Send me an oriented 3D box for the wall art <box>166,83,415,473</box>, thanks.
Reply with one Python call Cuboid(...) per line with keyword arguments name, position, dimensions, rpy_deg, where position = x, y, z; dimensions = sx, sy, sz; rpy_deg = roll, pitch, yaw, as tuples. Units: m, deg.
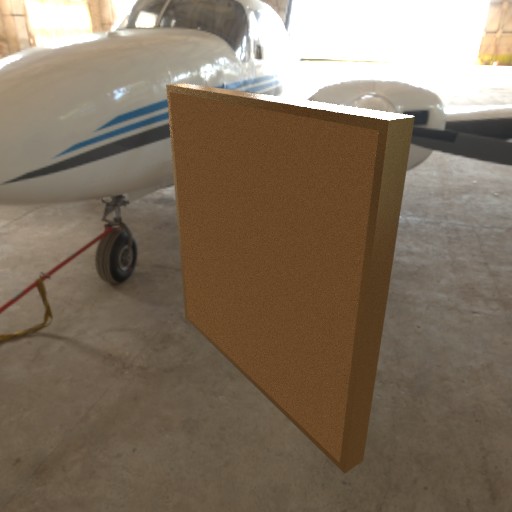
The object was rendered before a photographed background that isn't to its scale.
Cuboid(name="wall art", position=(0.000, 0.000, 0.746), dimensions=(0.040, 0.509, 0.509), rpy_deg=(-17, 31, -32))
